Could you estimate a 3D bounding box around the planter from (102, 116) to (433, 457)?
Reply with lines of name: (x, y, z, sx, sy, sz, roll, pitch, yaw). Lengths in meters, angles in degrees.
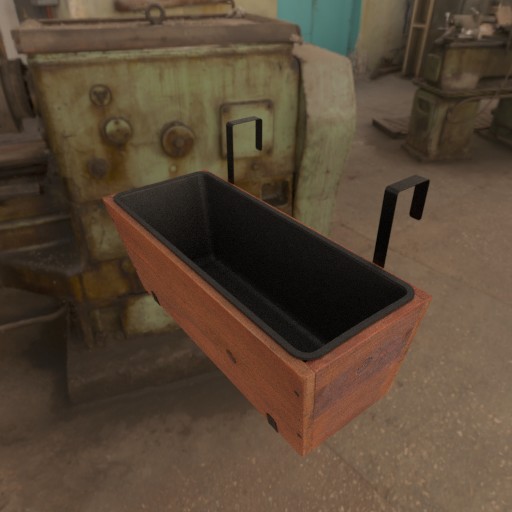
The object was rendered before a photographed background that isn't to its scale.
planter: (0.000, 0.000, 0.649, 0.262, 0.289, 0.480, -23, 39, -31)
